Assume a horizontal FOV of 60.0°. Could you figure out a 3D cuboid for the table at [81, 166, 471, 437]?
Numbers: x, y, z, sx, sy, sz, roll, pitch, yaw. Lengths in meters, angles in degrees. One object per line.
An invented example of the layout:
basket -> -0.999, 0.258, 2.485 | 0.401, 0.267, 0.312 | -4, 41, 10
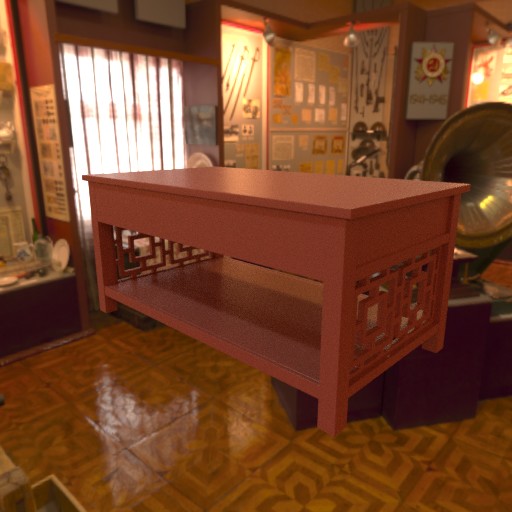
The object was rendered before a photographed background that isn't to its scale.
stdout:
table -> 0.000, 0.000, 1.431 | 1.068, 0.493, 0.612 | 14, 20, 42
